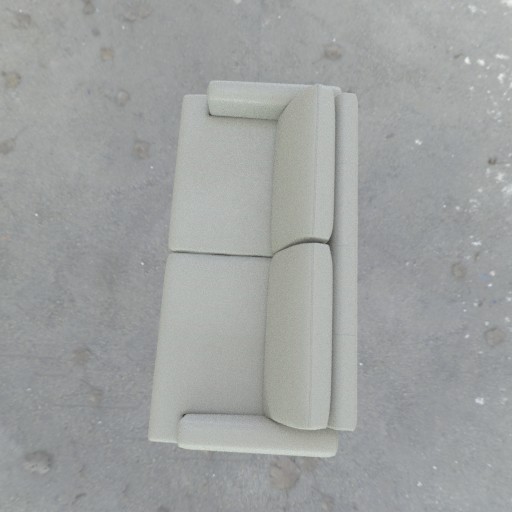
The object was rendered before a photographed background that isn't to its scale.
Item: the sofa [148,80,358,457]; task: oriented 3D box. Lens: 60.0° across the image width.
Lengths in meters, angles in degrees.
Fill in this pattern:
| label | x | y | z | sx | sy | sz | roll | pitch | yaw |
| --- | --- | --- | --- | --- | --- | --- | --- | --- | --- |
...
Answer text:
| label | x | y | z | sx | sy | sz | roll | pitch | yaw |
| --- | --- | --- | --- | --- | --- | --- | --- | --- | --- |
| sofa | 0.000 | 0.000 | 2.379 | 0.974 | 0.765 | 1.940 | 3 | 77 | 1 |
